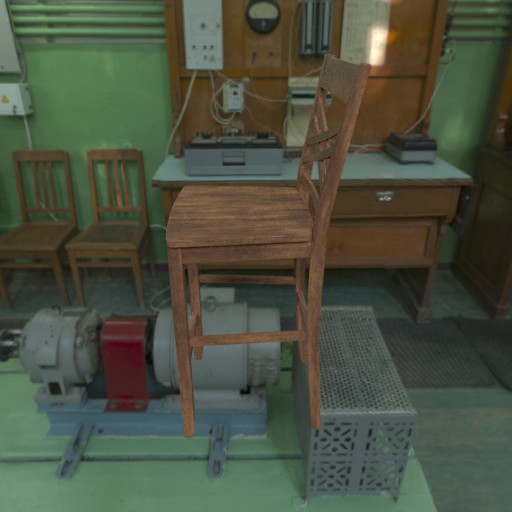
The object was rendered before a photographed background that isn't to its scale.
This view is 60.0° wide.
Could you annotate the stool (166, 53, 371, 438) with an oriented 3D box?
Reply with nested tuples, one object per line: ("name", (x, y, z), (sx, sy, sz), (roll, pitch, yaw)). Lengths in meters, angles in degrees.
("stool", (0.000, 0.000, 1.351), (0.487, 1.105, 0.433), (-1, 27, -2))
